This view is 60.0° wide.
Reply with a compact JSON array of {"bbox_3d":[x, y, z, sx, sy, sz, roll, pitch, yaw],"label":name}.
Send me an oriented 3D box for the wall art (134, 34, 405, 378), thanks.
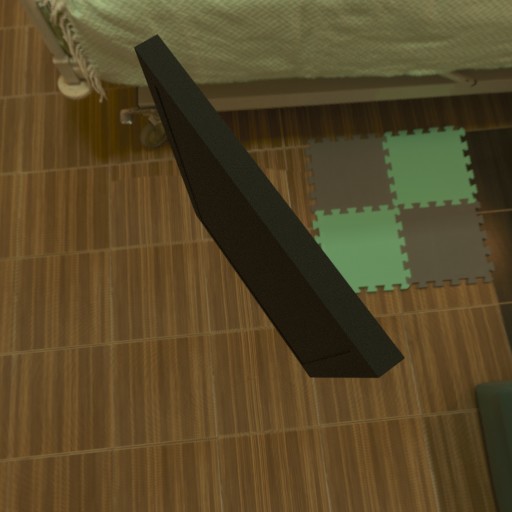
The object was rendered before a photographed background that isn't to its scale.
[{"bbox_3d":[0.000,0.000,0.743,0.033,0.559,0.457,-34,77,-9],"label":"wall art"}]
